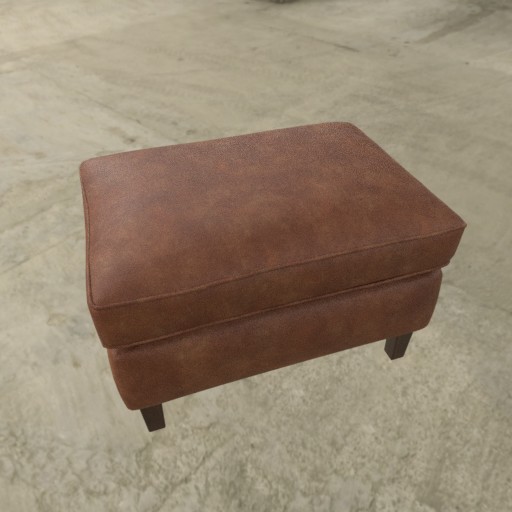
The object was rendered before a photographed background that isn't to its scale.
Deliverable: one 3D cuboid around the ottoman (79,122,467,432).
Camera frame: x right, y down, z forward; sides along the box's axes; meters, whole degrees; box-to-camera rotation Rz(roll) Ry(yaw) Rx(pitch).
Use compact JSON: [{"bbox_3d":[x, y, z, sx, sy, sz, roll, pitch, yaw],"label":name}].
[{"bbox_3d":[0.000,0.000,0.979,0.665,0.418,0.501,-12,42,-14],"label":"ottoman"}]
